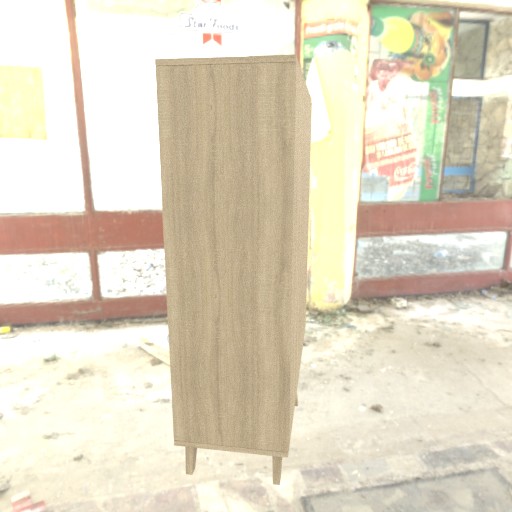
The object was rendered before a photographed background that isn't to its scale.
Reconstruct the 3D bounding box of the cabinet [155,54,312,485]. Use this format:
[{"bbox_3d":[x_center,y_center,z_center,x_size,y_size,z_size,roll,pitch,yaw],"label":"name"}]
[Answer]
[{"bbox_3d":[0.000,0.000,1.908,0.398,1.388,1.111,2,14,9],"label":"cabinet"}]
